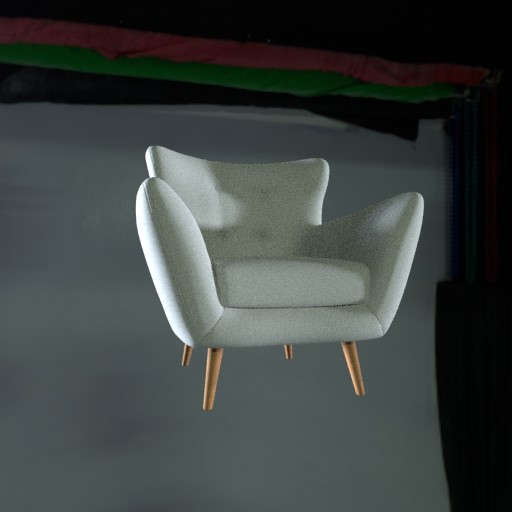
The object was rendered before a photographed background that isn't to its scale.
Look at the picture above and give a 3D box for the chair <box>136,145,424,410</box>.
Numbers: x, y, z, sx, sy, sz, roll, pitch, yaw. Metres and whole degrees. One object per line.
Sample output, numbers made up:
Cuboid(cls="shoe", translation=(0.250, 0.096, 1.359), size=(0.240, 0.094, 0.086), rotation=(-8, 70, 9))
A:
Cuboid(cls="chair", translation=(0.000, 0.000, 1.662), size=(0.890, 0.889, 0.889), rotation=(0, -1, -17))
